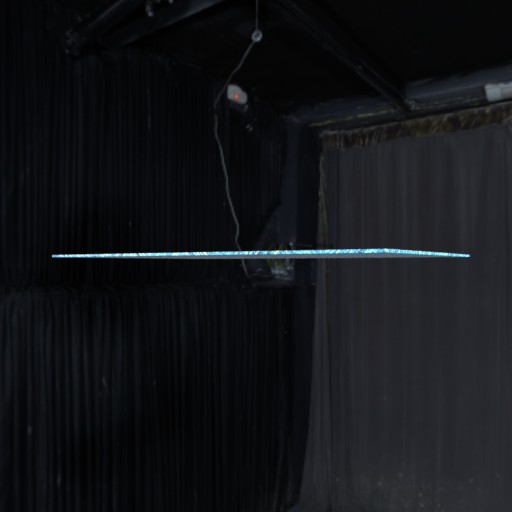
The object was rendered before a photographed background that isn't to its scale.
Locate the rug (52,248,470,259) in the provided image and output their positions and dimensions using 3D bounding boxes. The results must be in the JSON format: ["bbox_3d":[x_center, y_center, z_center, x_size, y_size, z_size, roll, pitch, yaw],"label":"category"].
[{"bbox_3d":[0.000,0.000,2.881,2.277,0.015,1.490,-1,-1,36],"label":"rug"}]
